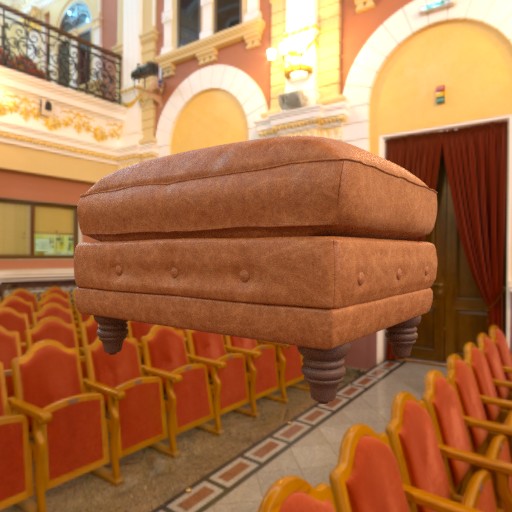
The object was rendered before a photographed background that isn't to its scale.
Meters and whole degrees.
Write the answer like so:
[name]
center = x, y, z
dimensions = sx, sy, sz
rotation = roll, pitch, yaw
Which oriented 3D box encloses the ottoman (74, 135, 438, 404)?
[ottoman]
center = 0.000, 0.000, 1.061
dimensions = 0.710, 0.480, 0.533
rotation = 0, 1, 37
